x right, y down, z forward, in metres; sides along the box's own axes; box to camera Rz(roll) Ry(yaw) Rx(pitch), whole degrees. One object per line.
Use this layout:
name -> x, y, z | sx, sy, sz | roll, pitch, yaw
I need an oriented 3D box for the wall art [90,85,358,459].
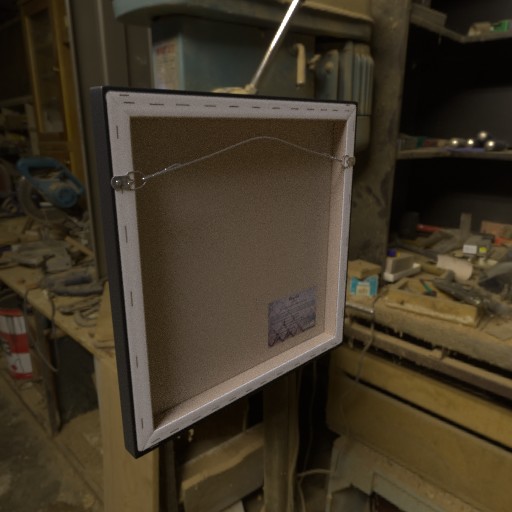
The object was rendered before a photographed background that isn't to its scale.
wall art -> 0.000, 0.000, 0.896 | 0.610, 0.611, 0.043 | -15, 22, -42
